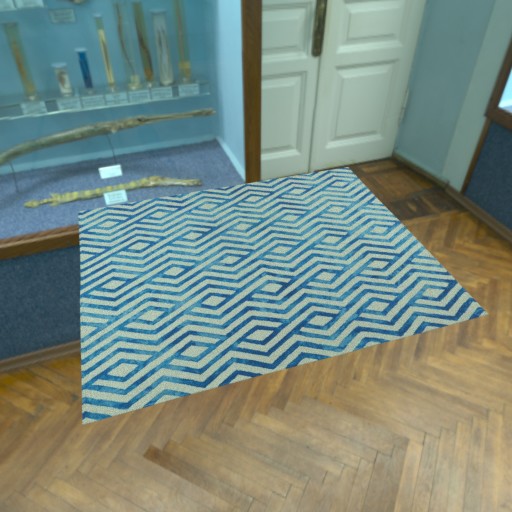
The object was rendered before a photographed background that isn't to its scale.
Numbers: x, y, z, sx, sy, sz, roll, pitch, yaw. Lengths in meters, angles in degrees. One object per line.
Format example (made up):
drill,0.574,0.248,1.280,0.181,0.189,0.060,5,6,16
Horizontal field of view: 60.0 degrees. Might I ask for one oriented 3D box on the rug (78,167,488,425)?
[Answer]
rug,0.000,0.000,4.021,3.059,0.008,2.453,-12,42,-13
